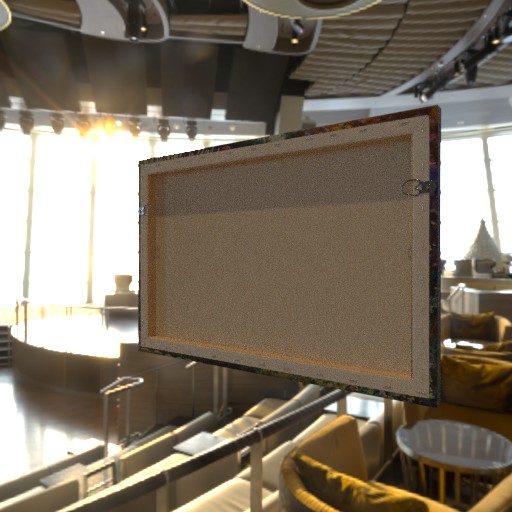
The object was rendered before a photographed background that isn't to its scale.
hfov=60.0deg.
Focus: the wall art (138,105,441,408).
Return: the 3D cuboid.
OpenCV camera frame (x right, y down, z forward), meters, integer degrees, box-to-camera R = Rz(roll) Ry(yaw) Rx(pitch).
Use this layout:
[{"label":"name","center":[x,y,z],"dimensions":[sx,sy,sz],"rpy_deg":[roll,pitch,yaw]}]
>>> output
[{"label":"wall art","center":[0.000,0.000,1.450],"dimensions":[1.136,0.760,0.042],"rpy_deg":[0,0,35]}]
